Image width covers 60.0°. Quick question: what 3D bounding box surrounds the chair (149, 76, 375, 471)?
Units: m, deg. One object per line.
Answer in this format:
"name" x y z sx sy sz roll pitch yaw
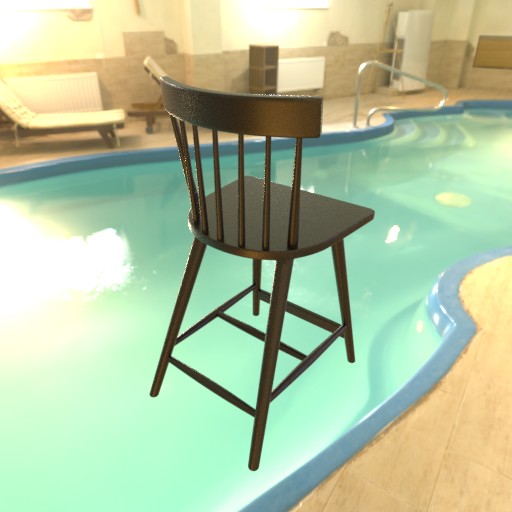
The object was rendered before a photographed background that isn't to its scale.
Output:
"chair" 0.000 0.000 1.283 0.483 0.952 0.572 22 36 33
